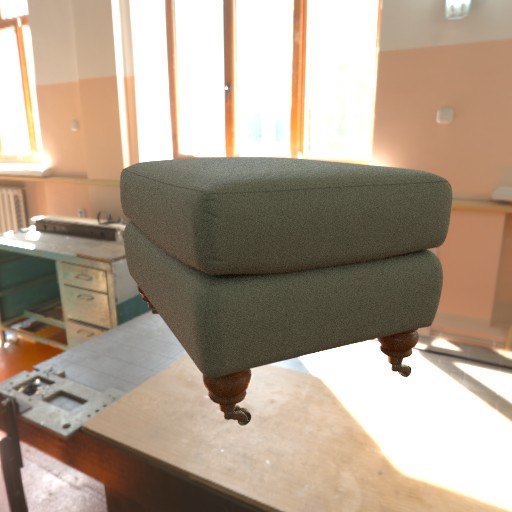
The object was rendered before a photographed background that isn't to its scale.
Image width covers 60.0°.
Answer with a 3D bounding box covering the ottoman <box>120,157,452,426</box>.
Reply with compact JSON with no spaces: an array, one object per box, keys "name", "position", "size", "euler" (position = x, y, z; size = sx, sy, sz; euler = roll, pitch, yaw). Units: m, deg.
[{"name":"ottoman","position":[0.000,0.000,1.162],"size":[0.569,0.504,0.773],"euler":[-7,16,-25]}]
